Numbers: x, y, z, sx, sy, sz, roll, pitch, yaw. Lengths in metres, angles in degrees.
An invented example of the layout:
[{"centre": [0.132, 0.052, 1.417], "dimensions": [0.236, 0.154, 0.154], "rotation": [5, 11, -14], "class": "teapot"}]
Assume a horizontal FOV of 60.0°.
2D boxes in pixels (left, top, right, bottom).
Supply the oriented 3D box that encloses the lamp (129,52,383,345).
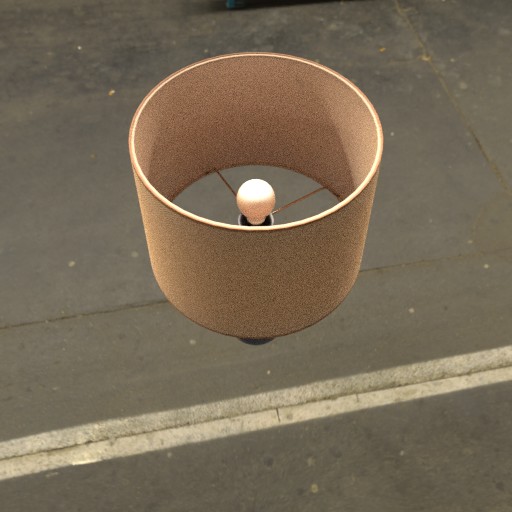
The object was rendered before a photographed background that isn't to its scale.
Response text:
[{"centre": [0.000, 0.000, 0.819], "dimensions": [0.367, 0.609, 0.367], "rotation": [0, 58, 0], "class": "lamp"}]
